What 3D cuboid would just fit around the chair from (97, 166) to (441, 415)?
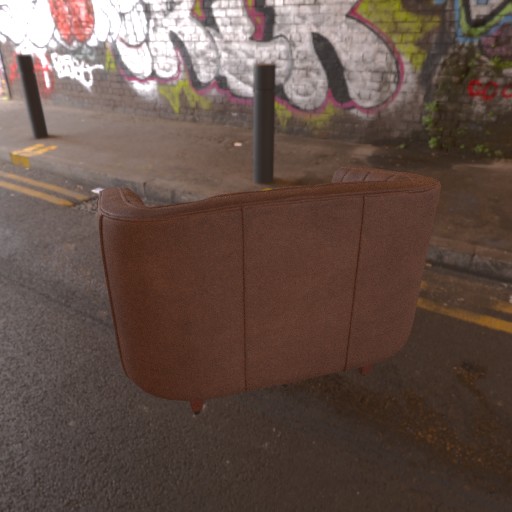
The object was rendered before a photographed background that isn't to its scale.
[{"bbox_3d":[0.000,0.000,1.731,1.118,0.787,0.914,-8,28,-16],"label":"chair"}]
